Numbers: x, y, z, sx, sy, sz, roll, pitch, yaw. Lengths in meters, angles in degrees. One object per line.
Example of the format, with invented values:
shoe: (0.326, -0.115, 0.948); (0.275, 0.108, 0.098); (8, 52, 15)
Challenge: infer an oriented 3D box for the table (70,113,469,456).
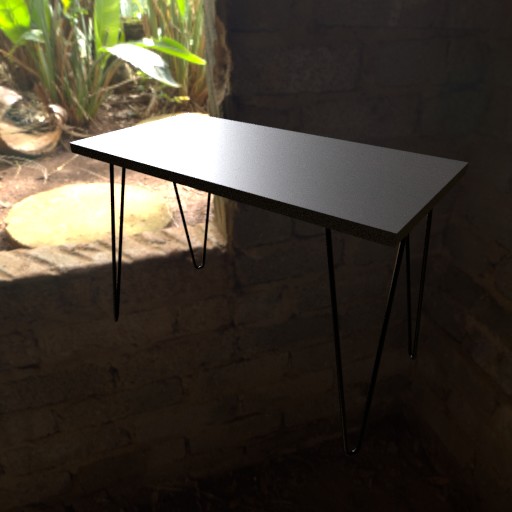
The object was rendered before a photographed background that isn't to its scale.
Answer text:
table: (0.000, 0.000, 1.384); (0.991, 0.660, 0.499); (20, 36, 31)
